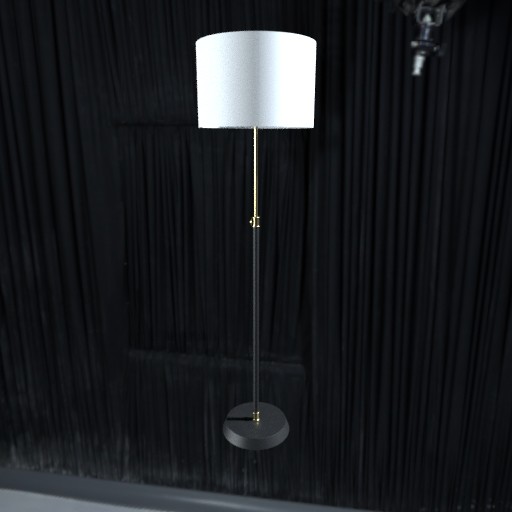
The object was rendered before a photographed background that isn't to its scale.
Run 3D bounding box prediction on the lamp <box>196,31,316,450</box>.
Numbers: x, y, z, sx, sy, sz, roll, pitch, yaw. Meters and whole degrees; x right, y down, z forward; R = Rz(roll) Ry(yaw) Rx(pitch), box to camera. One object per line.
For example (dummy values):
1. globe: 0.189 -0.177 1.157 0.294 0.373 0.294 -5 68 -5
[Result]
1. lamp: 0.000 0.000 1.696 0.404 1.517 0.404 2 15 9
